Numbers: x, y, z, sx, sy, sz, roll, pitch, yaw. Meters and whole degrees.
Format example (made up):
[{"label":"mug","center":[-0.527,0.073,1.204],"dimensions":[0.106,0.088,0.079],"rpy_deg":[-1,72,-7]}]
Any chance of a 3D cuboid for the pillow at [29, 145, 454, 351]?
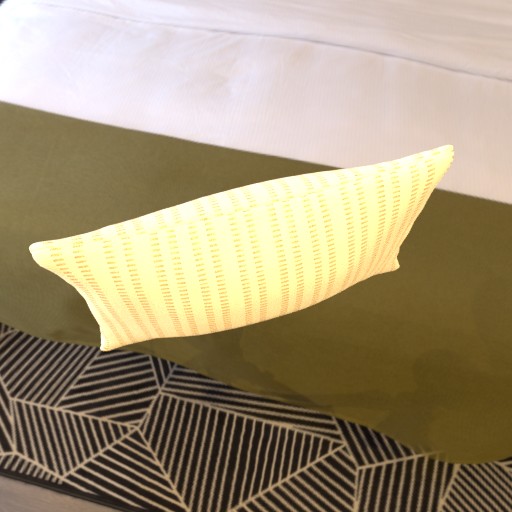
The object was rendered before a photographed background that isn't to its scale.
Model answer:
[{"label":"pillow","center":[0.000,0.000,0.778],"dimensions":[0.640,0.353,0.210],"rpy_deg":[-15,59,-9]}]
